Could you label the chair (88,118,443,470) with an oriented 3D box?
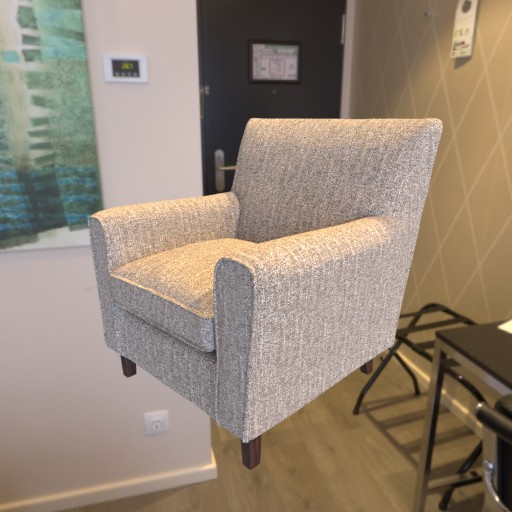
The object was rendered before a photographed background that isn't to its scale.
[{"bbox_3d":[0.000,0.000,1.562,0.864,0.928,0.873,16,24,42],"label":"chair"}]
